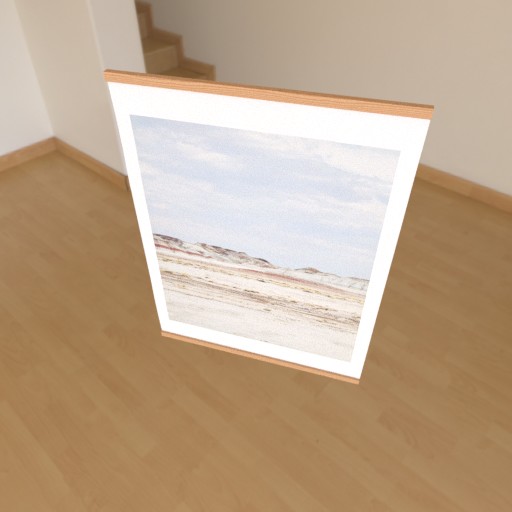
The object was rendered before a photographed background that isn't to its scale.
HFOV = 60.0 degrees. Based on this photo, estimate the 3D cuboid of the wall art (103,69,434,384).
[{"bbox_3d":[0.000,0.000,0.796,0.458,0.605,0.011,11,43,12],"label":"wall art"}]
